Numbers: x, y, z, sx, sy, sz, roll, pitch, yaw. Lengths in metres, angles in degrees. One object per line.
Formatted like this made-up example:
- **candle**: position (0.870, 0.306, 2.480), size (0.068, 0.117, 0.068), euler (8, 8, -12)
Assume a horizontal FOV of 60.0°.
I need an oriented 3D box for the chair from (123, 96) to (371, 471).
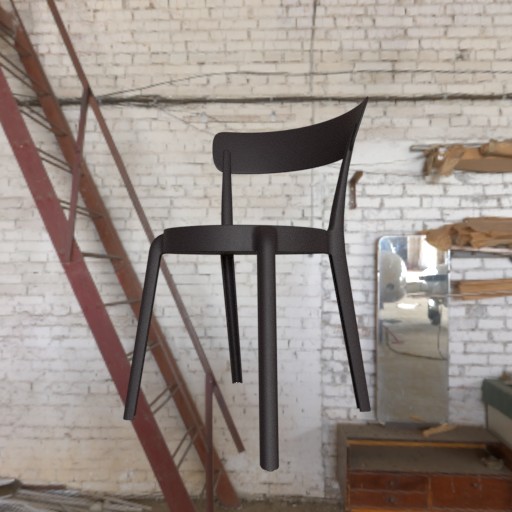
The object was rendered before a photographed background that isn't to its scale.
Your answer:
- **chair**: position (0.000, 0.000, 1.130), size (0.506, 0.790, 0.491), euler (-1, -1, 38)
